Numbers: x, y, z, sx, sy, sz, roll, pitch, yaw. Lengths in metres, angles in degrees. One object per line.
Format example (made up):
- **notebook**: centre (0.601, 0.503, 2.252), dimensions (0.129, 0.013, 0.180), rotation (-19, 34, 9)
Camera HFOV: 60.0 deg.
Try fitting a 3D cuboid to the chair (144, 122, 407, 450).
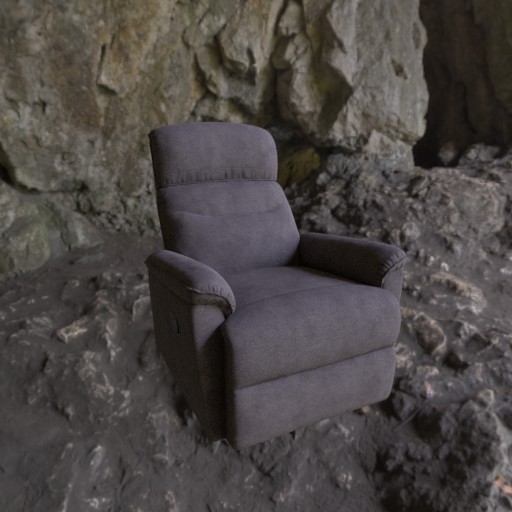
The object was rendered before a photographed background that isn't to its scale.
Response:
- **chair**: centre (0.000, 0.000, 1.762), dimensions (0.830, 1.036, 1.009), rotation (-8, 17, -26)
